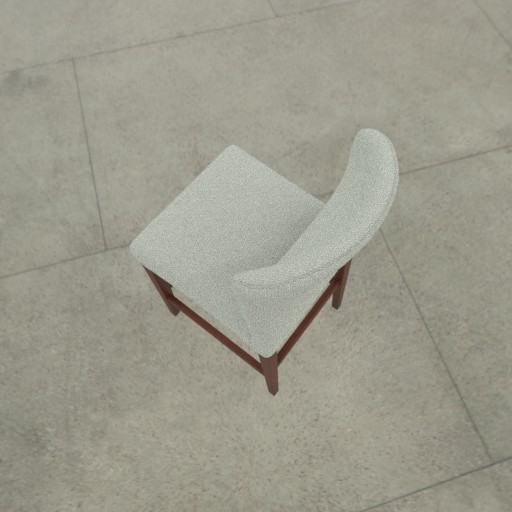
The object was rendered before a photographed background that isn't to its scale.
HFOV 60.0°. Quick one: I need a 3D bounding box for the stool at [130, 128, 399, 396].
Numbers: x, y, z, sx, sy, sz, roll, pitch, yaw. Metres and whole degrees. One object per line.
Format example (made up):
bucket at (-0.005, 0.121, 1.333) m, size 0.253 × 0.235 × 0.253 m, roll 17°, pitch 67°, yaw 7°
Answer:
stool at (0.000, 0.000, 1.318) m, size 0.568 × 0.969 × 0.481 m, roll 35°, pitch 69°, yaw 15°
